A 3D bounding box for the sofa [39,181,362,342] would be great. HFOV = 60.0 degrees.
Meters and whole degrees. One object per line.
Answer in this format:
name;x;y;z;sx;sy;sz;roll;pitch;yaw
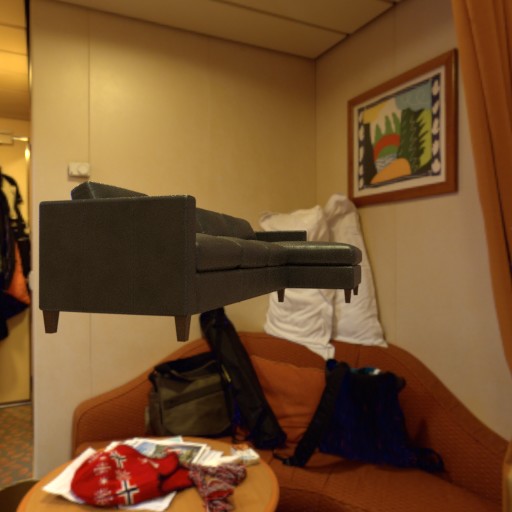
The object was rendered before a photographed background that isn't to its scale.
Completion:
sofa;0.000;0.000;3.780;1.581;0.883;3.203;0;0;17
